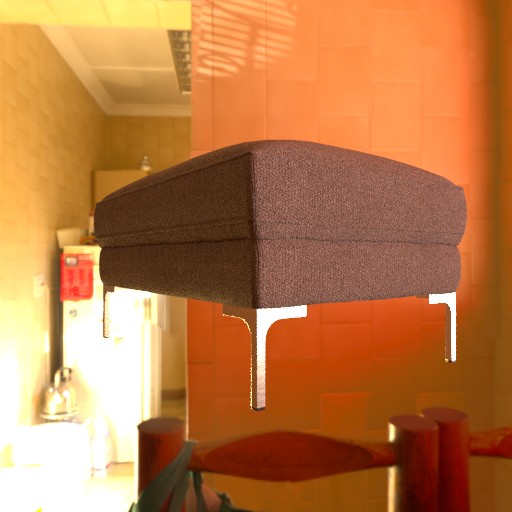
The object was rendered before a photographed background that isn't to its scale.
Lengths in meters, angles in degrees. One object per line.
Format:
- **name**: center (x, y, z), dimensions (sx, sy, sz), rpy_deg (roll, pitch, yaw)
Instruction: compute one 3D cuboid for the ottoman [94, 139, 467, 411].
- **ottoman**: center (0.000, 0.000, 1.115), dimensions (0.583, 0.464, 0.785), rpy_deg (0, 0, -36)
